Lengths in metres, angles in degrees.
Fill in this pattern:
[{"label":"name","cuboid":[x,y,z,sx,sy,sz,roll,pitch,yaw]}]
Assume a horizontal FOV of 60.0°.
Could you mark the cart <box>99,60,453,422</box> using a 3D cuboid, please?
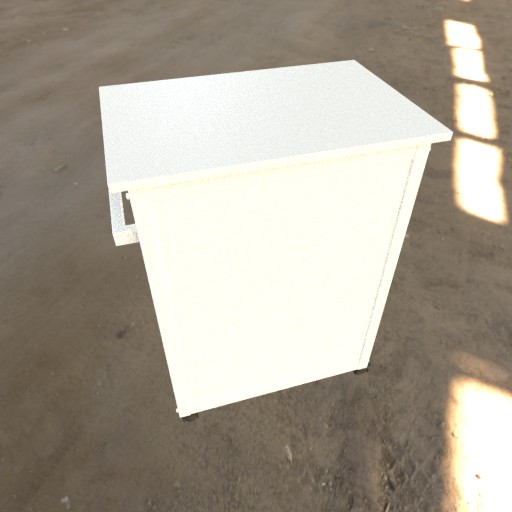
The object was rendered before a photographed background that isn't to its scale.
[{"label":"cart","cuboid":[0.000,0.000,1.251,0.683,0.864,0.442,-11,43,-12]}]
